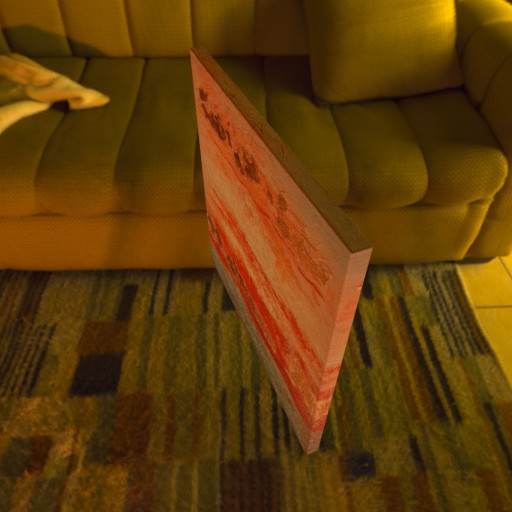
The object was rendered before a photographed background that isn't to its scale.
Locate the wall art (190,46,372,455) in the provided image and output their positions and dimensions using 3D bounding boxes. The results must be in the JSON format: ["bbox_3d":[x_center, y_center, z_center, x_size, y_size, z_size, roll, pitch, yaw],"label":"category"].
[{"bbox_3d":[0.000,0.000,1.107,0.035,0.747,0.747,-17,49,-15],"label":"wall art"}]
